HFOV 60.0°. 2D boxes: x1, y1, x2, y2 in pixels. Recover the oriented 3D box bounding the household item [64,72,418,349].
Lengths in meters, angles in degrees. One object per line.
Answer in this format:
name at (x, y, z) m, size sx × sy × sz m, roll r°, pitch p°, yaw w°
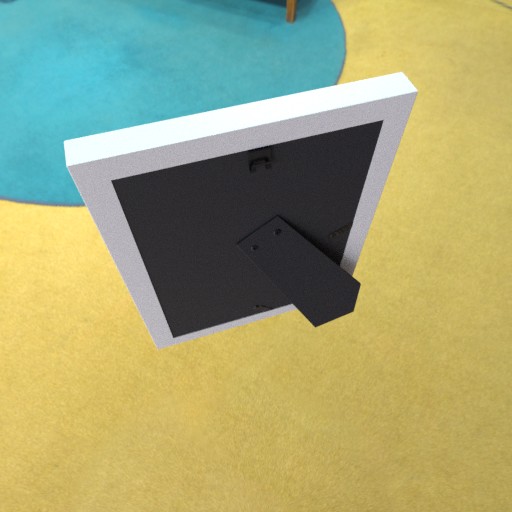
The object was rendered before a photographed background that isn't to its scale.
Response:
household item at (0.000, 0.000, 0.344) m, size 0.200 × 0.250 × 0.045 m, roll -15°, pitch 58°, yaw -10°
